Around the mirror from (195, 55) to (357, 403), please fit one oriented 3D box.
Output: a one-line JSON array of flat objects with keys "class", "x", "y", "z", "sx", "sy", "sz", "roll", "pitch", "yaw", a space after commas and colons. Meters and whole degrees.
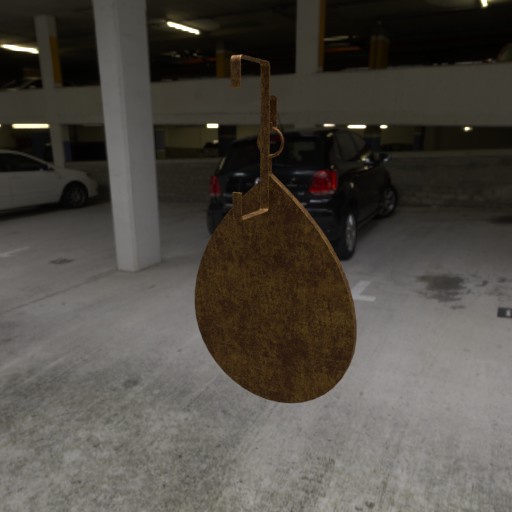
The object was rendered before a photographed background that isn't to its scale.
[{"class": "mirror", "x": 0.000, "y": 0.000, "z": 0.912, "sx": 0.405, "sy": 0.744, "sz": 0.144, "roll": 9, "pitch": 19, "yaw": 28}]
